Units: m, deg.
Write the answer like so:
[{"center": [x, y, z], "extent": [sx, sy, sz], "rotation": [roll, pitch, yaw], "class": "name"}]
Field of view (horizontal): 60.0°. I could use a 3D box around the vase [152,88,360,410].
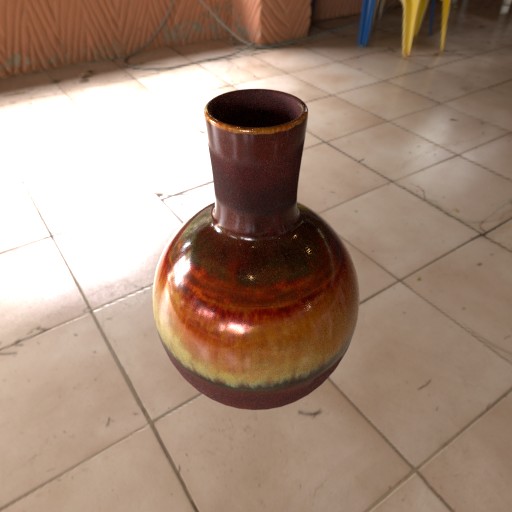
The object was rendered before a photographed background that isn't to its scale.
[{"center": [0.000, 0.000, 0.224], "extent": [0.111, 0.154, 0.111], "rotation": [0, 41, 0], "class": "vase"}]
